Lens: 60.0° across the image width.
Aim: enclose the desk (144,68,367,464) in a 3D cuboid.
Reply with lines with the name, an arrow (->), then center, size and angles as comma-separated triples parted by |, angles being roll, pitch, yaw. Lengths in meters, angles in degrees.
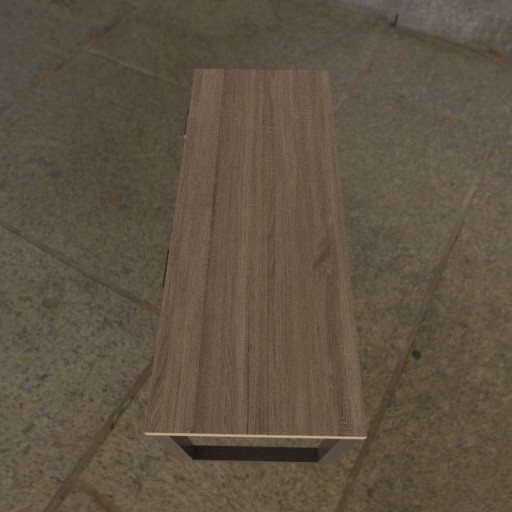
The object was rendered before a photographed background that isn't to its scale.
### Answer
desk -> 0.000, 0.000, 2.080 | 0.690, 0.760, 1.700 | 1, 59, 1
